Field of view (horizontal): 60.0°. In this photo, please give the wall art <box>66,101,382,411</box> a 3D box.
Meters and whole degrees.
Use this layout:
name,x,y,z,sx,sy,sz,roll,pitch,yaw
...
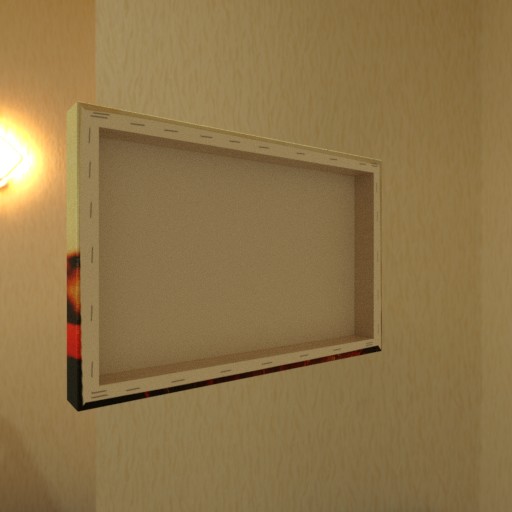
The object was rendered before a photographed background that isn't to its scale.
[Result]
name,x,y,z,sx,sy,sz,roll,pitch,yaw
wall art,0.000,0.000,0.484,0.383,0.251,0.037,0,0,-36
